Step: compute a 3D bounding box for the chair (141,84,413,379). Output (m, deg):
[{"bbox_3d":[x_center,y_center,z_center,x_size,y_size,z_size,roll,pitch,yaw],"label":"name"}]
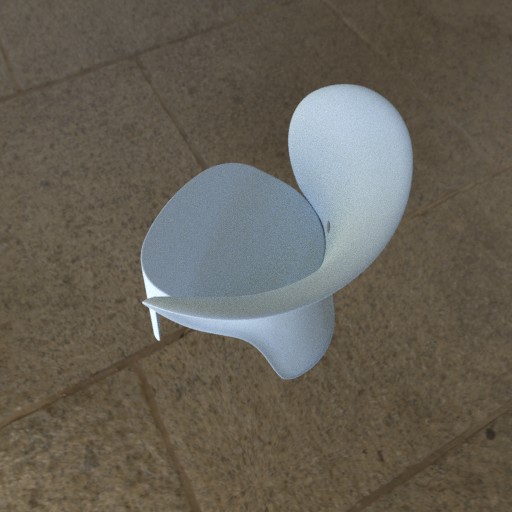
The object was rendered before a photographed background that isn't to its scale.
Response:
[{"bbox_3d":[0.000,0.000,0.832,0.402,0.554,0.451,29,66,14],"label":"chair"}]
